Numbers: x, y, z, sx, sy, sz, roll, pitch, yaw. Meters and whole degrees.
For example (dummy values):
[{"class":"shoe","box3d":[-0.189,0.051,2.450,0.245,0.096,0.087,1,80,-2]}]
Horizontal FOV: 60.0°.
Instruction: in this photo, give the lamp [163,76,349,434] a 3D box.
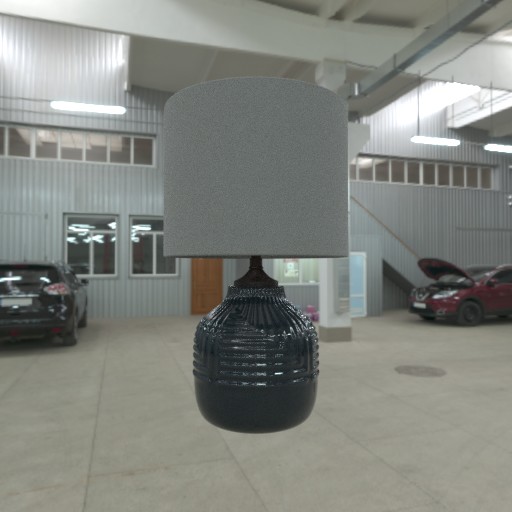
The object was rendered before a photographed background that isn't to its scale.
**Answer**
[{"class":"lamp","box3d":[0.000,0.000,0.777,0.318,0.567,0.318,0,-1,0]}]
